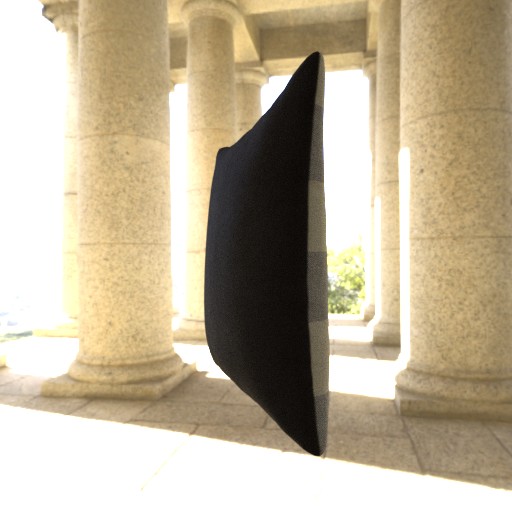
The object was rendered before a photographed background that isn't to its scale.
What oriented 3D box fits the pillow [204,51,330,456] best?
[{"bbox_3d":[0.000,0.000,0.792,0.161,0.509,0.511,0,-1,-18],"label":"pillow"}]
